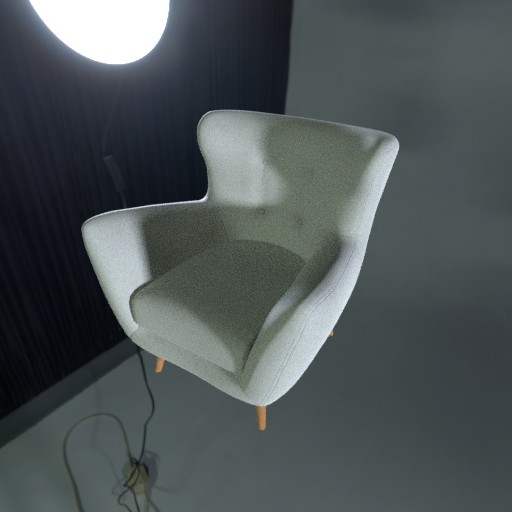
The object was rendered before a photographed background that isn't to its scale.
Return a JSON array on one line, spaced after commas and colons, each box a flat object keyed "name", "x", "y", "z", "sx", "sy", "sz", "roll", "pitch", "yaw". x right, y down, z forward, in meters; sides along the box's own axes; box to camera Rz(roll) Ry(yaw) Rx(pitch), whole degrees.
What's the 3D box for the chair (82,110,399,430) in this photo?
[{"name": "chair", "x": 0.000, "y": 0.000, "z": 1.662, "sx": 0.890, "sy": 0.889, "sz": 0.889, "roll": 19, "pitch": 35, "yaw": 29}]
